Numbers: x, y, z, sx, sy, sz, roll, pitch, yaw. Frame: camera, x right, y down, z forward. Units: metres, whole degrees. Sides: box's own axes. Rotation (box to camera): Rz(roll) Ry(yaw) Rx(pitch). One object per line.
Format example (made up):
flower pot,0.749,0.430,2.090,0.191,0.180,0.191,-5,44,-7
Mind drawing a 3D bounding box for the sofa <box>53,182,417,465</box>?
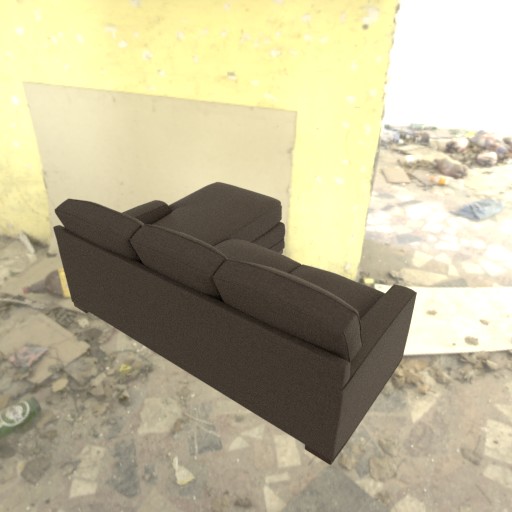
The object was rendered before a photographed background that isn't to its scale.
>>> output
sofa,0.000,0.000,3.338,2.370,0.973,1.790,21,37,31
